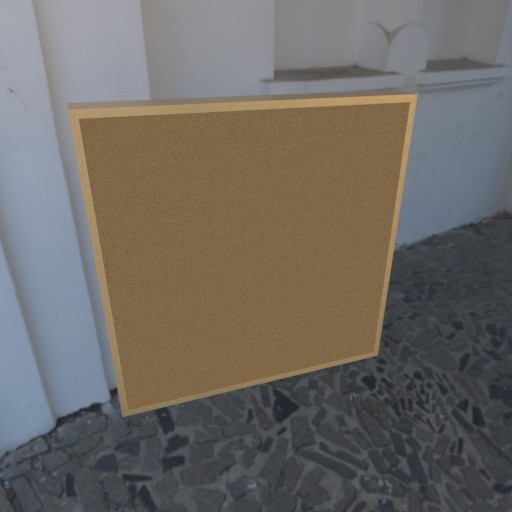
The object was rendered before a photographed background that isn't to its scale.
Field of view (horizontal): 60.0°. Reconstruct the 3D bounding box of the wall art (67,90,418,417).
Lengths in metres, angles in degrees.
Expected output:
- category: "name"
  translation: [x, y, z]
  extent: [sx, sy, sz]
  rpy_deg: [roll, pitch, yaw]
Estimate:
- category: "wall art"
  translation: [0.000, 0.000, 0.450]
  extent: [0.304, 0.304, 0.038]
  rpy_deg: [-9, 28, -17]
